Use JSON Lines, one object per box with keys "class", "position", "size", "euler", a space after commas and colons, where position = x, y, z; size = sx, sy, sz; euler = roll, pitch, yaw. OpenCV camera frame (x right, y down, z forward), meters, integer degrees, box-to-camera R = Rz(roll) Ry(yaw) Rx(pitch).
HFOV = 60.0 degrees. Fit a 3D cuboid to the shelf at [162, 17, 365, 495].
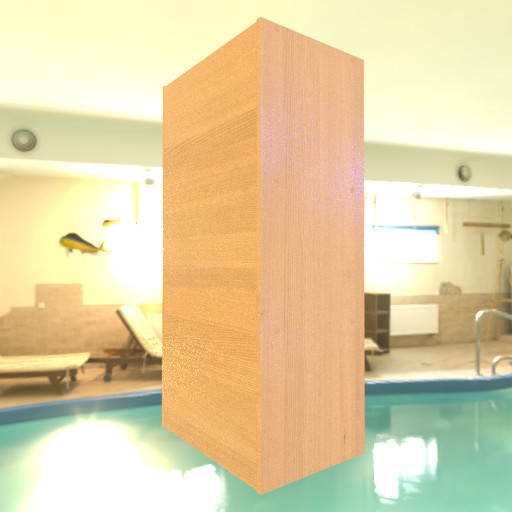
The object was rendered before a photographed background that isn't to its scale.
{"class": "shelf", "position": [0.000, 0.000, 1.065], "size": [0.292, 0.876, 0.417], "euler": [0, -1, -37]}
